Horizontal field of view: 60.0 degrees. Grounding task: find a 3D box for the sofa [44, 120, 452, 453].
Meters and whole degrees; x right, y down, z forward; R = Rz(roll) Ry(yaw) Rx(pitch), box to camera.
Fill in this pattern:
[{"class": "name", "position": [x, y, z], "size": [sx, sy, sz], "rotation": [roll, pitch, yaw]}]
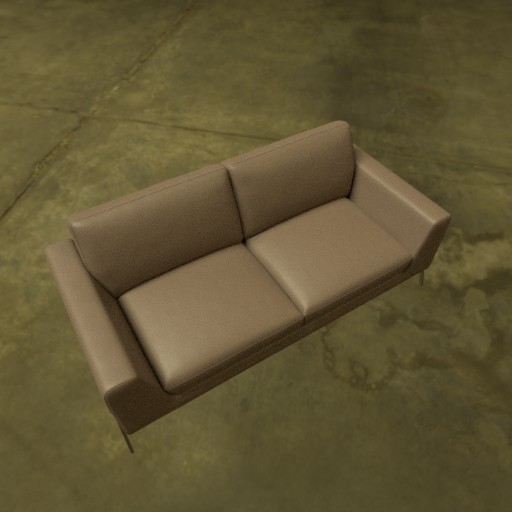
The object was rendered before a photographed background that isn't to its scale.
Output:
[{"class": "sofa", "position": [0.000, 0.000, 2.487], "size": [2.017, 0.875, 0.953], "rotation": [-25, 52, -21]}]
